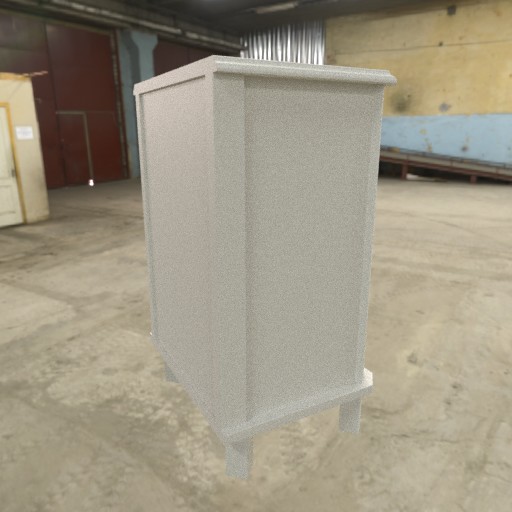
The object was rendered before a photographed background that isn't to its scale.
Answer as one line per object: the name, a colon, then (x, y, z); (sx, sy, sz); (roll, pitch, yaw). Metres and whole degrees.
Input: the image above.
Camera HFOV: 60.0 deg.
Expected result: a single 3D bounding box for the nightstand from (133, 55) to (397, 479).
nightstand: (0.000, 0.000, 0.914); (0.351, 0.681, 0.435); (-8, 18, -27)
